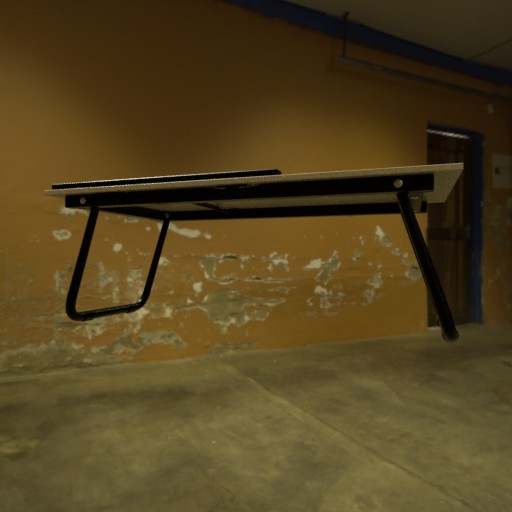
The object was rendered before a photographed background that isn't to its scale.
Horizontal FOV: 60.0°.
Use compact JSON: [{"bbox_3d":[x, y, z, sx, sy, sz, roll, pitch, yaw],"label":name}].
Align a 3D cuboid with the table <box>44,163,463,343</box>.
[{"bbox_3d":[0.000,0.000,0.789,0.644,0.242,0.322,0,0,19],"label":"table"}]
